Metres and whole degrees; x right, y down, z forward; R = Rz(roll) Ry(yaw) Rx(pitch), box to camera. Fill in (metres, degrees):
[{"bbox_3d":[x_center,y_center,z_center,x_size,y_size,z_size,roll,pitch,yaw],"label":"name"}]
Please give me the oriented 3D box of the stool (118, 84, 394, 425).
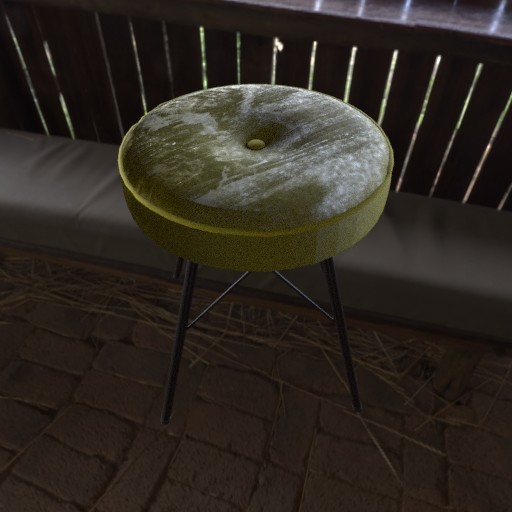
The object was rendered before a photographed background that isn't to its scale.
[{"bbox_3d":[0.000,0.000,0.835,0.409,0.508,0.409,-3,45,-3],"label":"stool"}]
